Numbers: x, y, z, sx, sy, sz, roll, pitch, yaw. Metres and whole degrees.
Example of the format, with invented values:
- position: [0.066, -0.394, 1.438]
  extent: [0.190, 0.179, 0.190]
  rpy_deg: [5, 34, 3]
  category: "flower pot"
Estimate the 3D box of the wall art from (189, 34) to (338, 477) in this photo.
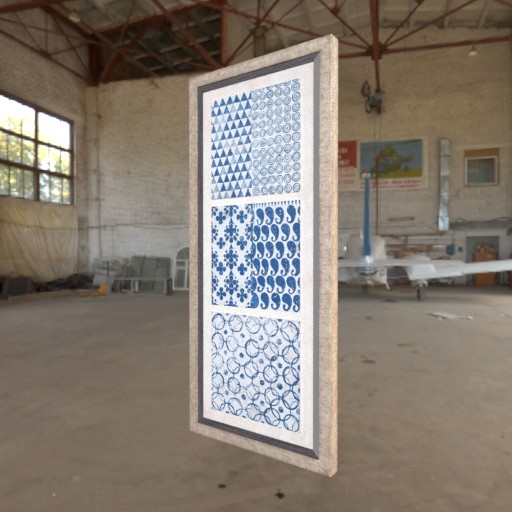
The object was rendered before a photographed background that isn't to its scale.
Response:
- position: [0.000, 0.000, 1.669]
  extent: [0.648, 1.461, 0.051]
  rpy_deg: [0, 1, 36]
  category: "wall art"
